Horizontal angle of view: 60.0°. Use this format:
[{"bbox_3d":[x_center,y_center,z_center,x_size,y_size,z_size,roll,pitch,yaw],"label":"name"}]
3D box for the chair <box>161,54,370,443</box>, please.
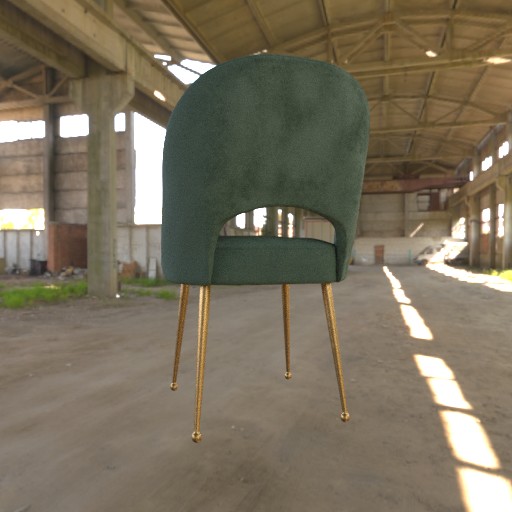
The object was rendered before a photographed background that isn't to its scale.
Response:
[{"bbox_3d":[0.000,0.000,1.221,0.527,0.860,0.577,0,1,-18],"label":"chair"}]
